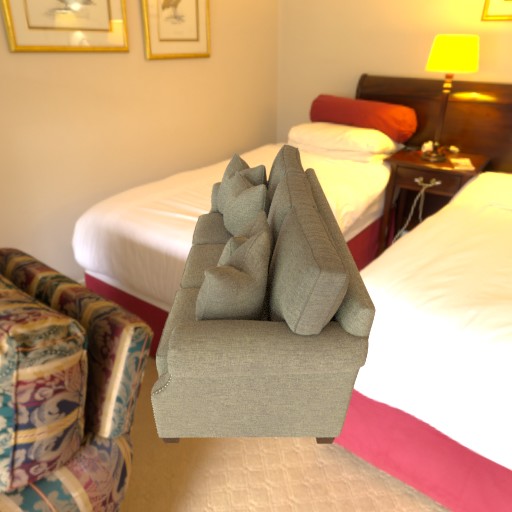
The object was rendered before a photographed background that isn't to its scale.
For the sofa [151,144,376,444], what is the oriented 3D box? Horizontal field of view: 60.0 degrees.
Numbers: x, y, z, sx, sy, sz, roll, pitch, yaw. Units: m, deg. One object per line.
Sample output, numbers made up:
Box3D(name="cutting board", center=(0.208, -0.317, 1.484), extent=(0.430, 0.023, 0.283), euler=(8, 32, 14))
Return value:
Box3D(name="sofa", center=(0.000, 0.000, 2.857), extent=(0.965, 0.975, 2.312), euler=(0, 26, 0))
